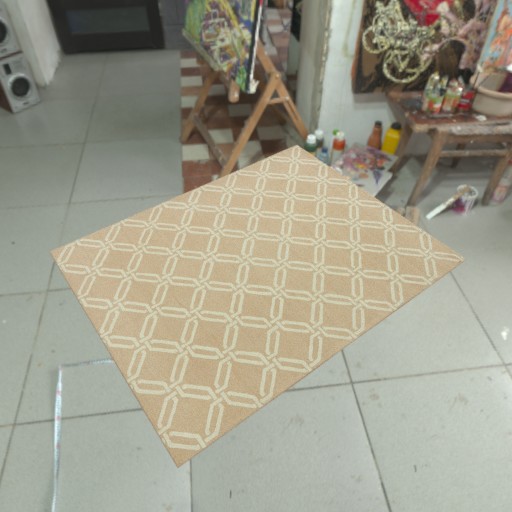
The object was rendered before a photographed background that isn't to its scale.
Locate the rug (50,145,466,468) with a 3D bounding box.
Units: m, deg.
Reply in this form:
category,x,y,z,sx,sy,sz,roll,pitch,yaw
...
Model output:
category,x,y,z,sx,sy,sz,roll,pitch,yaw
rug,0.000,0.000,3.920,2.895,0.018,2.288,-28,53,-24
